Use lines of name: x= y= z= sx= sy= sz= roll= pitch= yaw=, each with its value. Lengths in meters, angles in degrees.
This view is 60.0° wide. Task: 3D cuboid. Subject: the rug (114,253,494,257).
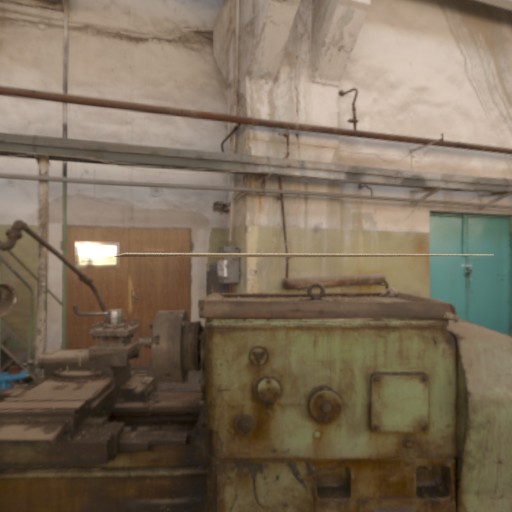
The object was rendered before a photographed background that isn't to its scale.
rug: x=0.000 y=0.000 z=4.092 sx=2.453 sy=0.010 sz=3.037 roll=0 pitch=0 yaw=-19
